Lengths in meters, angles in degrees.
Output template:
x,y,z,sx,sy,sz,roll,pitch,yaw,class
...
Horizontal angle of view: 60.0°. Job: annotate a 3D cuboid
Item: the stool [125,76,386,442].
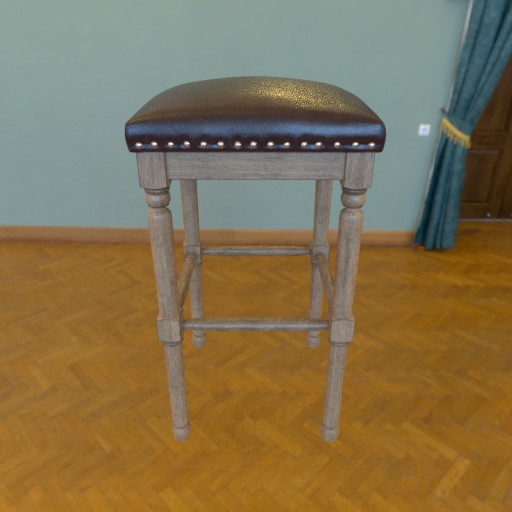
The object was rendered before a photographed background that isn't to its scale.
x,y,z,sx,sy,sz,roll,pitch,yaw,class
0.000,0.000,0.935,0.382,0.702,0.383,0,26,0,stool
